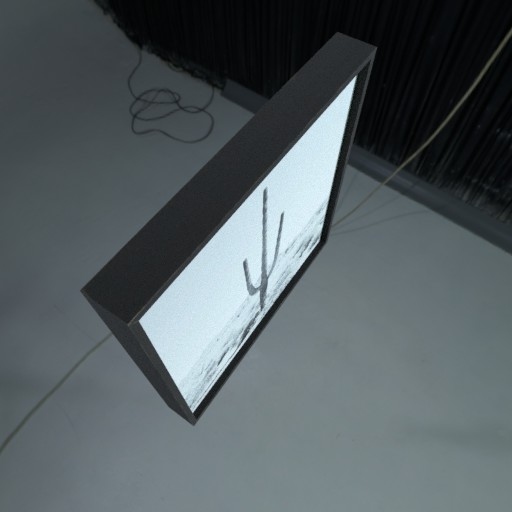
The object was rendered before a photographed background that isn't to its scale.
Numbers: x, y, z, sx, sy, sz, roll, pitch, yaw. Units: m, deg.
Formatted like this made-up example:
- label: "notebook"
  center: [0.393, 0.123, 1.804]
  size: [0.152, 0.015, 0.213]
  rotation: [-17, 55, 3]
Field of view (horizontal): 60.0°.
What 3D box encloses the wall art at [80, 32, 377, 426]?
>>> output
- label: "wall art"
  center: [0.000, 0.000, 0.447]
  size: [0.038, 0.305, 0.305]
  rotation: [31, 64, 17]
